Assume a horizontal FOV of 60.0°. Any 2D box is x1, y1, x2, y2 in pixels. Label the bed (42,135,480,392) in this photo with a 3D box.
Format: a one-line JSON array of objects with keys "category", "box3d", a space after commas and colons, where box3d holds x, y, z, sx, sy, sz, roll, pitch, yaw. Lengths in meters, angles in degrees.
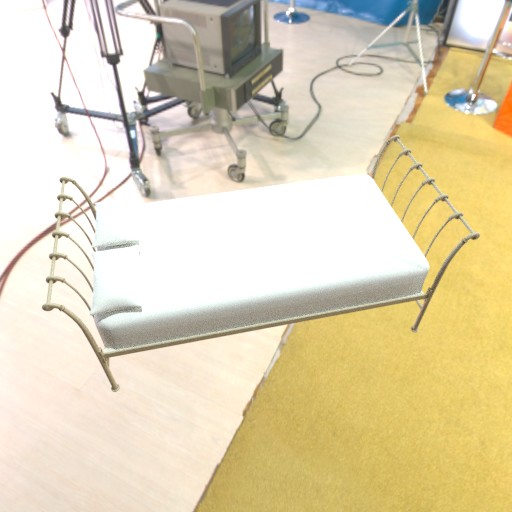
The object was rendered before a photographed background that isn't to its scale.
[{"category": "bed", "box3d": [0.000, 0.000, 2.827, 2.228, 0.873, 1.032, -9, 47, -9]}]
